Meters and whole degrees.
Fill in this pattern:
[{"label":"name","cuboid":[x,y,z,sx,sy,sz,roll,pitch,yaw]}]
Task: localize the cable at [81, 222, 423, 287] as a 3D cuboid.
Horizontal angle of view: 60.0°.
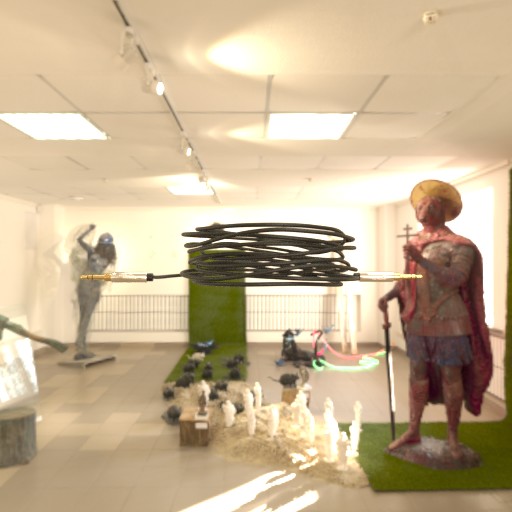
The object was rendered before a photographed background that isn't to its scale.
[{"label":"cable","cuboid":[0.000,0.000,0.516,0.432,0.069,0.198,0,-1,-1]}]
